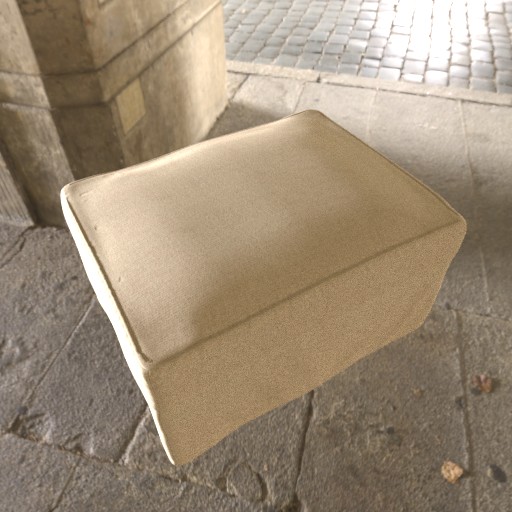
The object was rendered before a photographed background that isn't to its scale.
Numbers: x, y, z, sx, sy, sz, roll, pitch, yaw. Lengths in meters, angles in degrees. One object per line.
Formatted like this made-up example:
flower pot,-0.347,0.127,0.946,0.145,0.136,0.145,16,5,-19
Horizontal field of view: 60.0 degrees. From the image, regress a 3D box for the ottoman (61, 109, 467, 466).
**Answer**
ottoman,0.000,0.000,1.223,0.833,0.485,0.650,-23,50,-21
